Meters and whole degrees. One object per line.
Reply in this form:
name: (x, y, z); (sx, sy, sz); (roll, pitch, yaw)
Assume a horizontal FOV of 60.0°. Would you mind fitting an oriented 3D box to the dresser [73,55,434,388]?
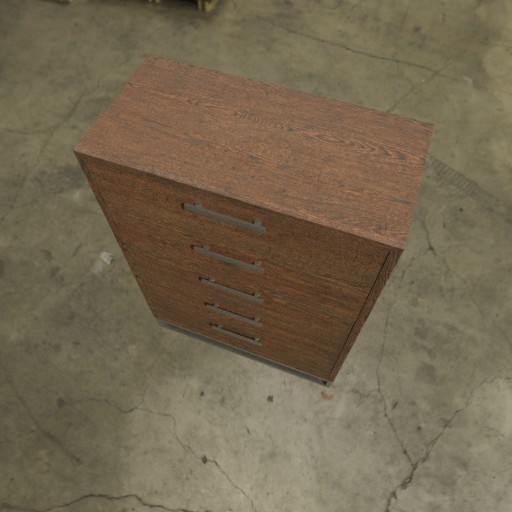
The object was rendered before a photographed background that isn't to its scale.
dresser: (0.000, 0.000, 1.870); (0.965, 1.321, 0.508); (18, 60, 11)
